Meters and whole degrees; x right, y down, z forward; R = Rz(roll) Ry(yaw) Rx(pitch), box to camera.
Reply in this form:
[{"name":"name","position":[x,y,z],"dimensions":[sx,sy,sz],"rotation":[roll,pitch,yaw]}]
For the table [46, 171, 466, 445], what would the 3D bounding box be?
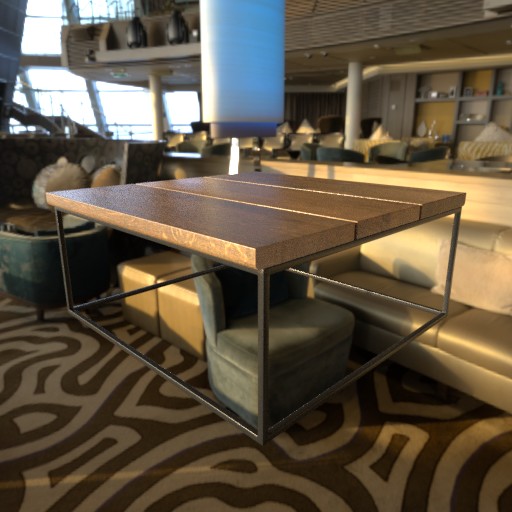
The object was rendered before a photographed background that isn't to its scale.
[{"name":"table","position":[0.000,0.000,1.396],"dimensions":[0.900,0.400,0.900],"rotation":[-16,23,-43]}]
